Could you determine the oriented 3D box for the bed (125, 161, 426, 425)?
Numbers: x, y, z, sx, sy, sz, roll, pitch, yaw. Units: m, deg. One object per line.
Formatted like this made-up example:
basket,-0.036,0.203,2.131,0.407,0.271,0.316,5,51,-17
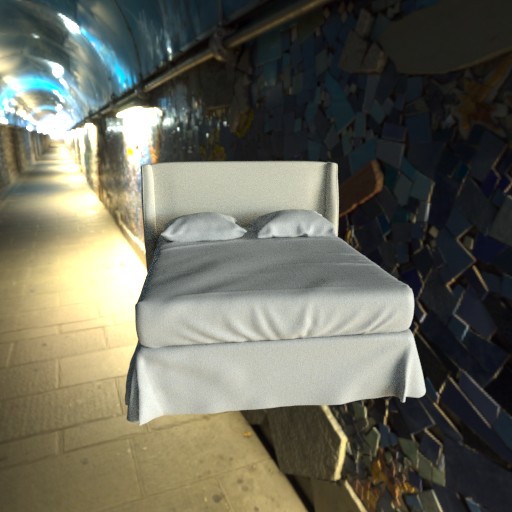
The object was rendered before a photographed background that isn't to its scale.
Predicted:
bed,0.000,0.000,3.482,1.925,1.332,2.276,-2,16,-7
